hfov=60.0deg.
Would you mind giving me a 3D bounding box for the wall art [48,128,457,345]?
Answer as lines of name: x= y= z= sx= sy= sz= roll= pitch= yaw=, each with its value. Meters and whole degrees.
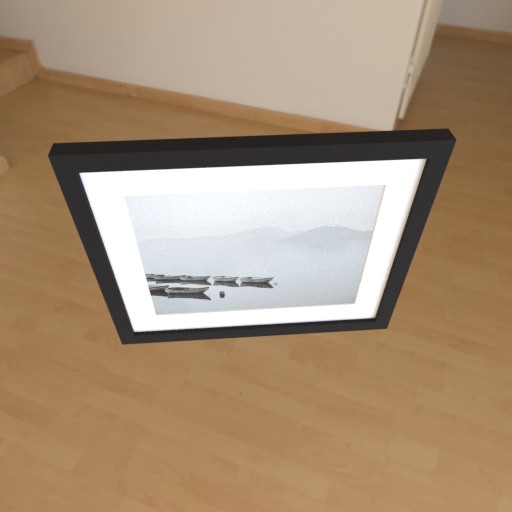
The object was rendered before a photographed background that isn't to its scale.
wall art: x=0.000 y=0.000 z=0.773 sx=0.554 sy=0.454 sz=0.030 roll=-3 pitch=46 yaw=-3
